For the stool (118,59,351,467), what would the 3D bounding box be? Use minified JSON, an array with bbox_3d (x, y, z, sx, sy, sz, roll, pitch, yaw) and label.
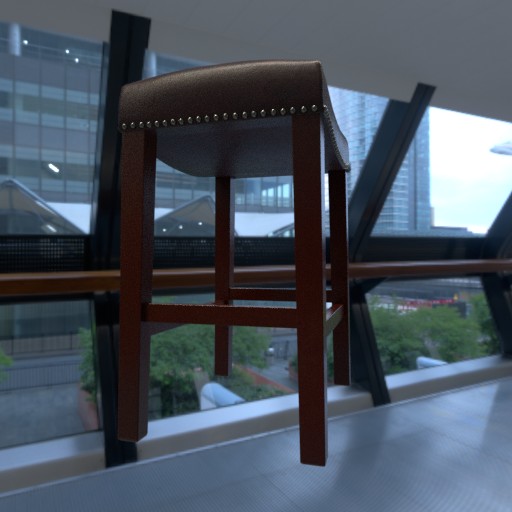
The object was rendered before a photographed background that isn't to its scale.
[{"bbox_3d":[0.000,0.000,0.968,0.372,0.657,0.504,0,-1,17],"label":"stool"}]
